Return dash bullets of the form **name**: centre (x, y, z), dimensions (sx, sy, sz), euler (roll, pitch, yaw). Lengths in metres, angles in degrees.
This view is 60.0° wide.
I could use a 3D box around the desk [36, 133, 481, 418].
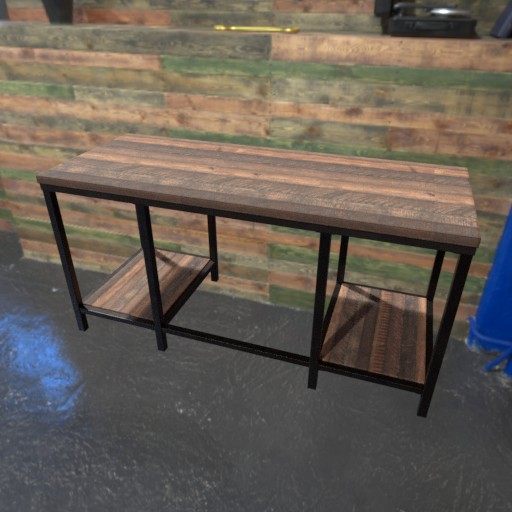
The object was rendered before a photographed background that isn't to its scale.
- **desk**: centre (0.000, 0.000, 1.892), dimensions (1.538, 0.753, 0.617), euler (10, 32, 16)
